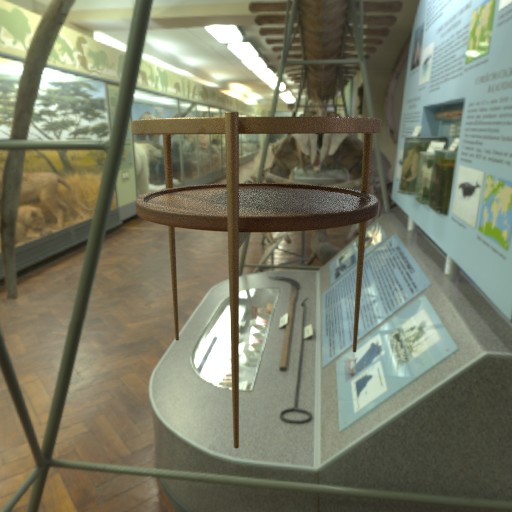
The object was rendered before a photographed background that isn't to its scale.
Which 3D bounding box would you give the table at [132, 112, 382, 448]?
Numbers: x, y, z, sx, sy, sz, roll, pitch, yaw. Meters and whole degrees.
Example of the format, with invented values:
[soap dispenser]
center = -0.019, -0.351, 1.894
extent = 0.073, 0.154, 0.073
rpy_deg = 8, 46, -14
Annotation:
[table]
center = 0.000, 0.000, 0.828
extent = 0.430, 0.493, 0.456
rpy_deg = 2, 16, 8
